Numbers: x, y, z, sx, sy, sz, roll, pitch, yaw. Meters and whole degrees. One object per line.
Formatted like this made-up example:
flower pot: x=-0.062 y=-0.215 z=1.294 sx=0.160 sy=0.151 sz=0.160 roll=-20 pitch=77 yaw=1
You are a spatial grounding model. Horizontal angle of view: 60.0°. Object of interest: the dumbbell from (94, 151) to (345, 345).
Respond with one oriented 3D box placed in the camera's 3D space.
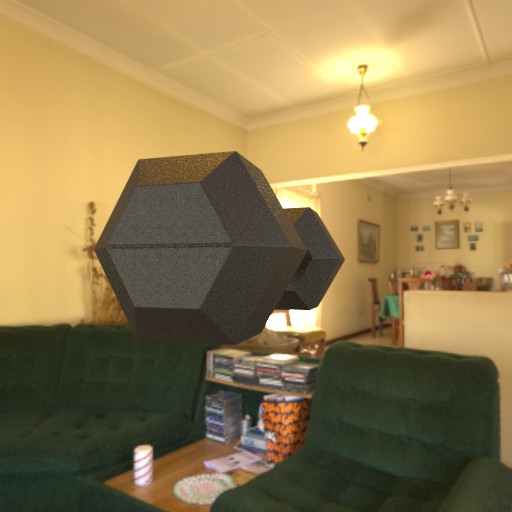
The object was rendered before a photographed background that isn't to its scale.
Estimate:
dumbbell: x=0.000 y=0.000 z=0.361 sx=0.116 sy=0.101 sz=0.297 roll=-1 pitch=-2 yaw=17
